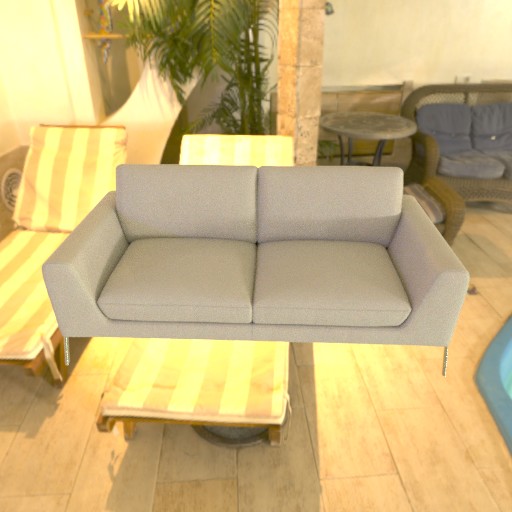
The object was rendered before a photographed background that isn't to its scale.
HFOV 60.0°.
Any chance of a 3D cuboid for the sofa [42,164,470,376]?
[{"bbox_3d":[0.000,0.000,2.530,2.017,0.875,0.953,1,29,2],"label":"sofa"}]
